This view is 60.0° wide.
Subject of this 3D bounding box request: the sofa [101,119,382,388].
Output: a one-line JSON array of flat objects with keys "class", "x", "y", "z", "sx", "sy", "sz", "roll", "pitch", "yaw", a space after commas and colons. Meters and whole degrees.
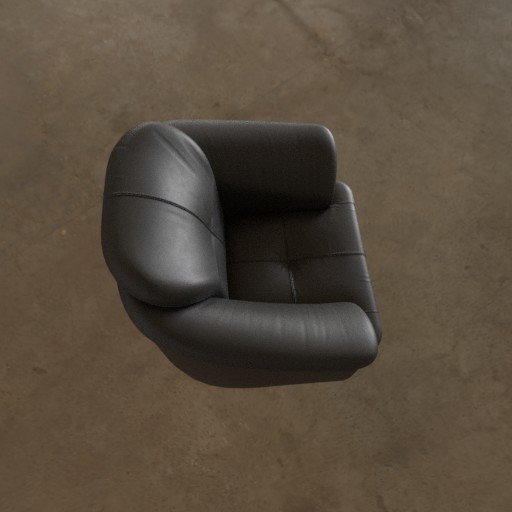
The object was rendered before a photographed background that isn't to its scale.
[{"class": "sofa", "x": 0.000, "y": 0.000, "z": 1.502, "sx": 0.794, "sy": 0.811, "sz": 0.870, "roll": -4, "pitch": 63, "yaw": -2}]
